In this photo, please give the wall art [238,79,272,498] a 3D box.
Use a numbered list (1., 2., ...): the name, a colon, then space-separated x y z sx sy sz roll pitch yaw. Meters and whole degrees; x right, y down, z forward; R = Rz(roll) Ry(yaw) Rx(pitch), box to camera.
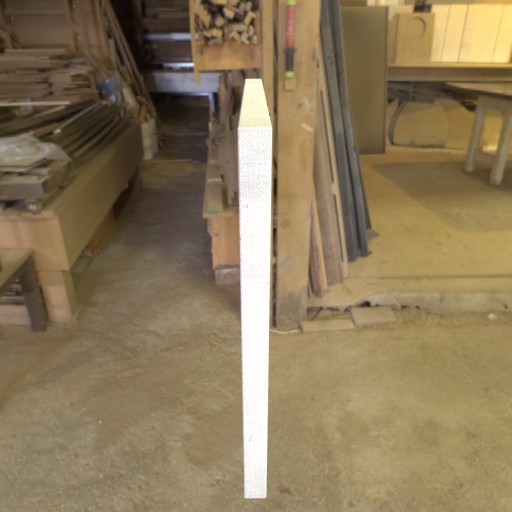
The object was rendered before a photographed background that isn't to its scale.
1. wall art: 0.000 0.000 0.877 0.044 0.605 0.605 0 26 0
